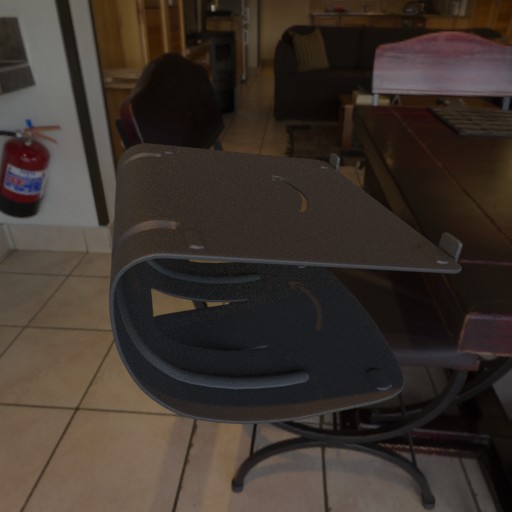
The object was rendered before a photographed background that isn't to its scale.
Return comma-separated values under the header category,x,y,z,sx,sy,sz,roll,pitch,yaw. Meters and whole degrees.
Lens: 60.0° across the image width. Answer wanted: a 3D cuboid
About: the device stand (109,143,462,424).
category,x,y,z,sx,sy,sz,roll,pitch,yaw
device stand,0.000,0.000,0.401,0.236,0.155,0.256,-7,30,-12
